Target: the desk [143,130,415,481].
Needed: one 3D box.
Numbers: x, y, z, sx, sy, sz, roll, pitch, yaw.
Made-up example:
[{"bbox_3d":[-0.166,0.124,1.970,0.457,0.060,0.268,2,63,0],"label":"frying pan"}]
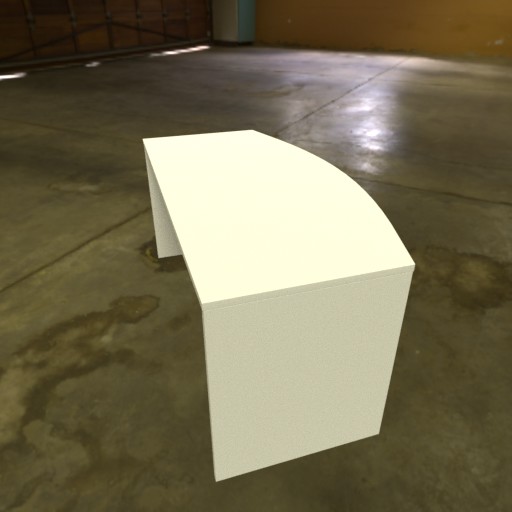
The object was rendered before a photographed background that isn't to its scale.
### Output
[{"bbox_3d":[0.000,0.000,2.083,0.802,0.750,1.600,-9,31,-15],"label":"desk"}]
